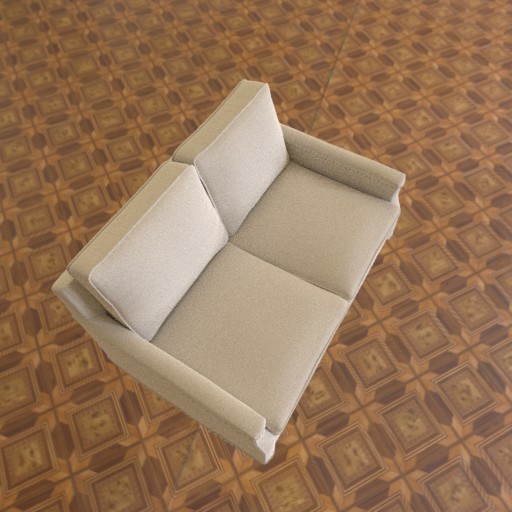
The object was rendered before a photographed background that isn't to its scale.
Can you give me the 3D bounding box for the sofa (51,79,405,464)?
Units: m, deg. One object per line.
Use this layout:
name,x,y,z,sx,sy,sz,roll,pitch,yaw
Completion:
sofa,0.000,0.000,2.293,1.084,1.003,1.597,28,63,16
